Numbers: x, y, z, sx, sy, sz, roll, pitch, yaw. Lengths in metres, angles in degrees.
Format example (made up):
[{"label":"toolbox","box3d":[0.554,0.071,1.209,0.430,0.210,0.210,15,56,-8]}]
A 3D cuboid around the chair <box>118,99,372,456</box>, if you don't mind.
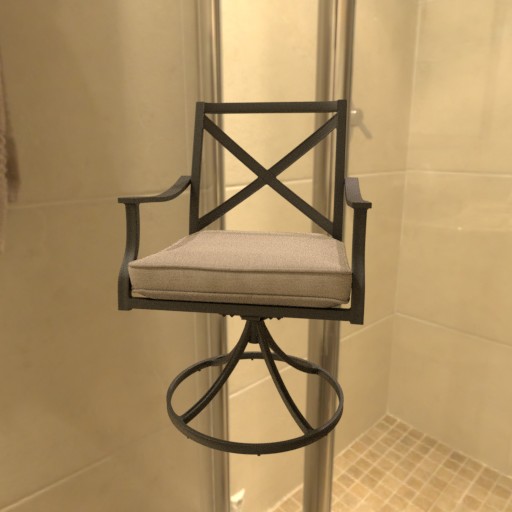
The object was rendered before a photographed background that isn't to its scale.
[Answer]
[{"label":"chair","box3d":[0.000,0.000,1.262,0.575,0.889,0.620,2,14,9]}]
